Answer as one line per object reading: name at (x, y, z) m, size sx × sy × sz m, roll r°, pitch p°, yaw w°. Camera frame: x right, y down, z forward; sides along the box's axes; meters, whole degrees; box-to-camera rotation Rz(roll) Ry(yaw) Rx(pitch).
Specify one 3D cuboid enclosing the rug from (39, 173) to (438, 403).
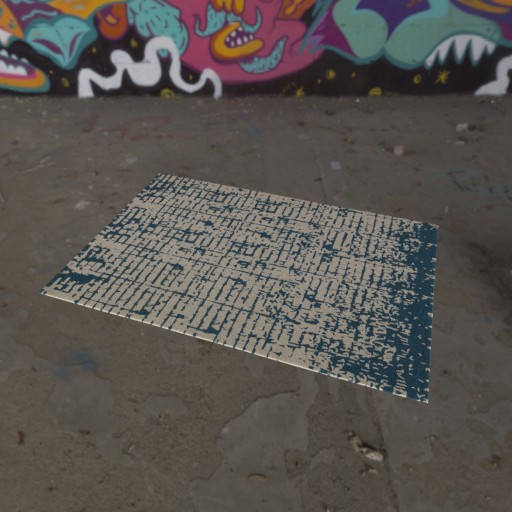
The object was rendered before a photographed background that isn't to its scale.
rug at (0.000, 0.000, 2.376) m, size 1.828 × 0.007 × 1.220 m, roll 13°, pitch 42°, yaw 14°
